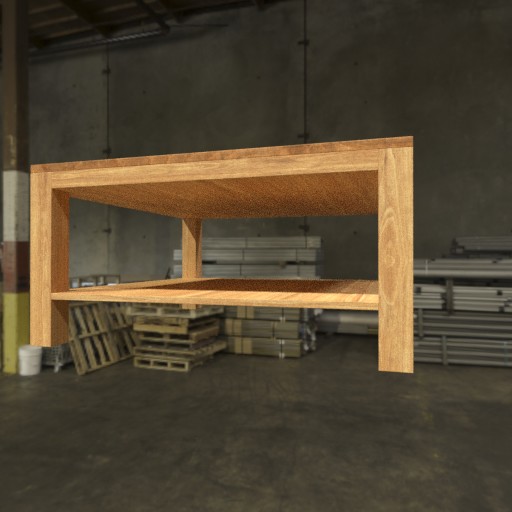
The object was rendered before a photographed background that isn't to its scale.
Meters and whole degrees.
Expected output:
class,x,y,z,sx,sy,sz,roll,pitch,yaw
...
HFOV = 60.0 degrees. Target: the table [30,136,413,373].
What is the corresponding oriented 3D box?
class,x,y,z,sx,sy,sz,roll,pitch,yaw
table,0.000,0.000,1.402,0.900,0.450,0.900,0,0,17
